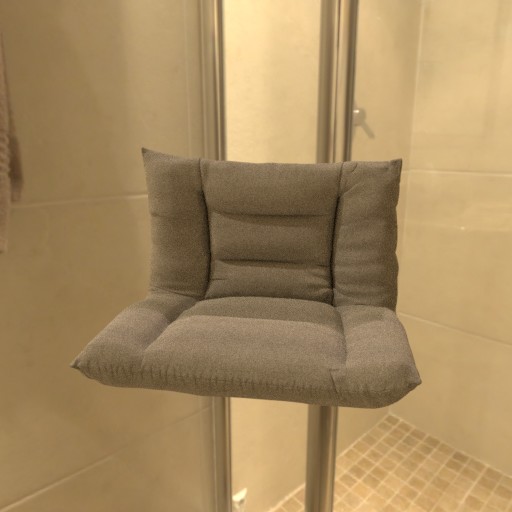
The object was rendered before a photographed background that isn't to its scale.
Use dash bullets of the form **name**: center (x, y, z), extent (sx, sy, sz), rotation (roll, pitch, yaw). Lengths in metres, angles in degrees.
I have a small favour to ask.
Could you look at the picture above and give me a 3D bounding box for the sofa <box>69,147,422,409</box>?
- **sofa**: center (0.000, 0.000, 1.678), extent (1.144, 0.795, 0.847), rotation (2, 14, 9)
